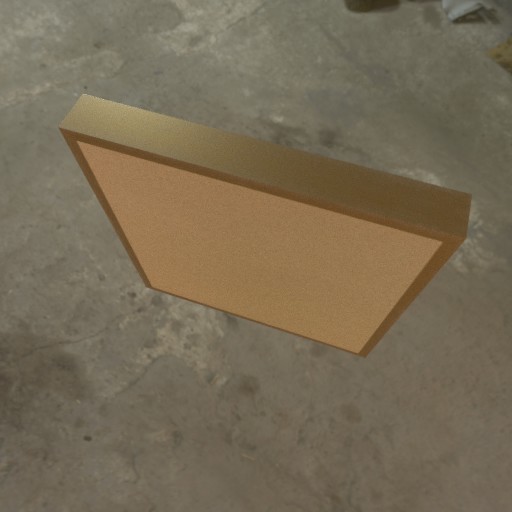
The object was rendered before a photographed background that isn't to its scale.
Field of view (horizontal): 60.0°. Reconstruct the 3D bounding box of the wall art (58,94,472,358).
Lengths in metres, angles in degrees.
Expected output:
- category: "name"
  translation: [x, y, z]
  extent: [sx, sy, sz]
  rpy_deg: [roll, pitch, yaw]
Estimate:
- category: "wall art"
  translation: [0.000, 0.000, 0.458]
  extent: [0.306, 0.305, 0.038]
  rpy_deg: [17, 64, 9]
